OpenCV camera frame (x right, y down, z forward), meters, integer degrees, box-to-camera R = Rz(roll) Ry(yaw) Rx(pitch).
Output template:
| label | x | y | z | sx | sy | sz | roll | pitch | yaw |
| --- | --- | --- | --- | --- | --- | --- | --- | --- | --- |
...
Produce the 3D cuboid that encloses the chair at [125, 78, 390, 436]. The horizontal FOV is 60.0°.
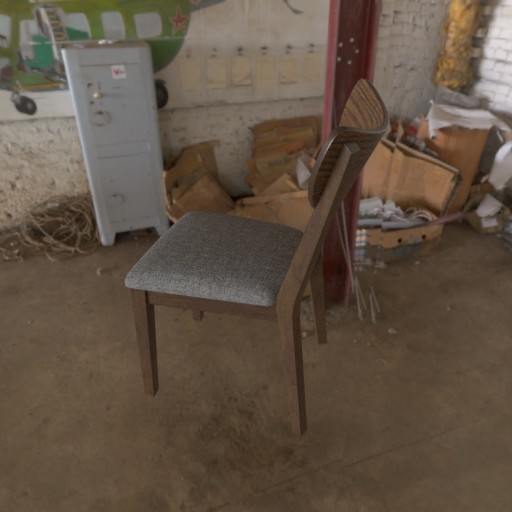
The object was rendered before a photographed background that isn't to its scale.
| label | x | y | z | sx | sy | sz | roll | pitch | yaw |
| --- | --- | --- | --- | --- | --- | --- | --- | --- | --- |
| chair | 0.000 | 0.000 | 1.198 | 0.583 | 0.849 | 0.491 | 9 | 33 | 14 |
